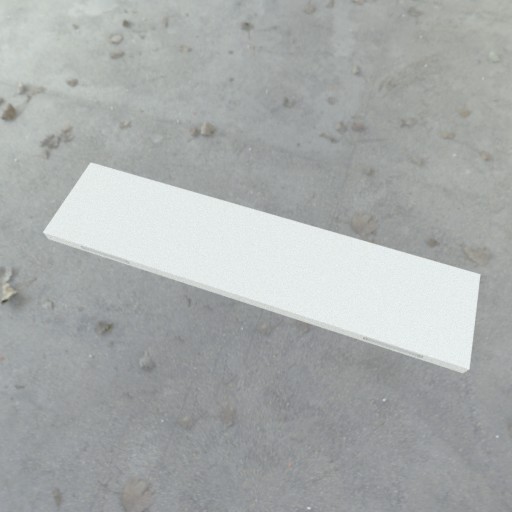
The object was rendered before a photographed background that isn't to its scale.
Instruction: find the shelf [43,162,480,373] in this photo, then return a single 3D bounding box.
[{"bbox_3d":[0.000,0.000,0.639,0.610,0.020,0.140,17,62,9],"label":"shelf"}]
